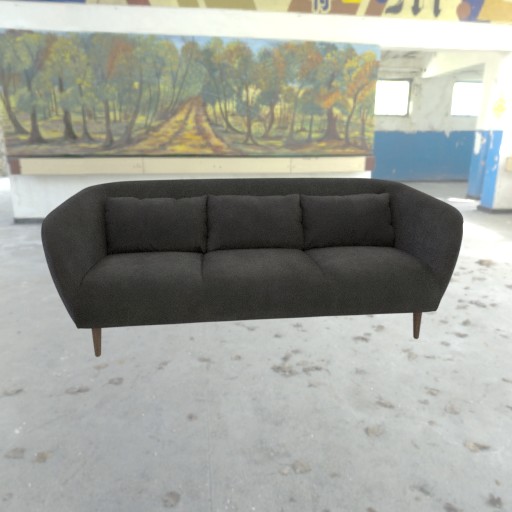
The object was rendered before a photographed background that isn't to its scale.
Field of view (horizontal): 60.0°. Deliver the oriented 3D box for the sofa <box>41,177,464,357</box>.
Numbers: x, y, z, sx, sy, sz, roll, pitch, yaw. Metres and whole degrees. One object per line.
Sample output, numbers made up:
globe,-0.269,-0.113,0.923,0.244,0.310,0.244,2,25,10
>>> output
sofa,0.000,0.000,2.763,2.296,0.875,0.956,-2,16,-6
